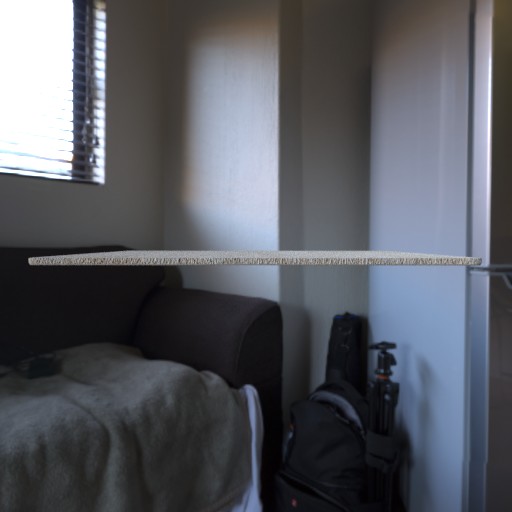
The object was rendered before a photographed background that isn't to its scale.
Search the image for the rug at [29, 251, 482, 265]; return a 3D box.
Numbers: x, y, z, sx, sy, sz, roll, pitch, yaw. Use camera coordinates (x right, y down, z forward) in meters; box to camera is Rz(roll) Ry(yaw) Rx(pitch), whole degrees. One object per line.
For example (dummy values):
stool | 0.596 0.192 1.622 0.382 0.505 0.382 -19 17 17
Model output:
rug | 0.000 0.000 2.137 1.600 0.025 1.199 0 2 1
